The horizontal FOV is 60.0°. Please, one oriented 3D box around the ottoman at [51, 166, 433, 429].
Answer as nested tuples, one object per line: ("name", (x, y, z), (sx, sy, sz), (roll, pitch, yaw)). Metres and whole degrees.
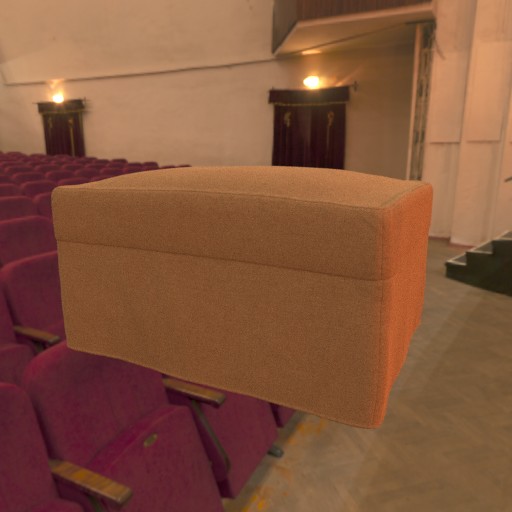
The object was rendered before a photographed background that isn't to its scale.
("ottoman", (0.000, 0.000, 1.223), (0.833, 0.485, 0.650), (7, 15, 26))
